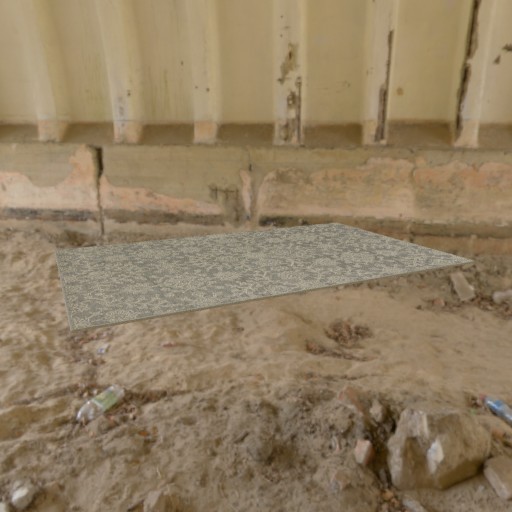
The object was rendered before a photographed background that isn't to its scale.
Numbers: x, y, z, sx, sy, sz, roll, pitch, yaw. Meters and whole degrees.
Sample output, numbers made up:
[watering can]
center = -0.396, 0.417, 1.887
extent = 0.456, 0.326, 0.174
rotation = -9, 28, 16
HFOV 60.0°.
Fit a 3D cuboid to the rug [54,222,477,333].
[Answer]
[rug]
center = 0.000, 0.000, 2.991
extent = 2.430, 0.010, 1.515
rotation = -7, 16, -25
